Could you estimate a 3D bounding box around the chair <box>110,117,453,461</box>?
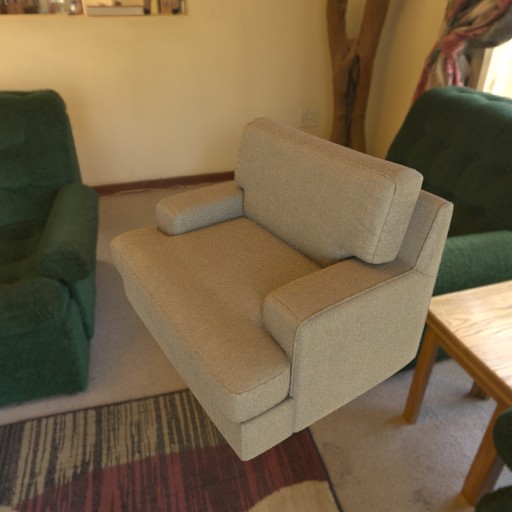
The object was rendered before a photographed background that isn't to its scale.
[{"bbox_3d":[0.000,0.000,2.032,1.043,0.974,1.270,-19,36,-28],"label":"chair"}]
